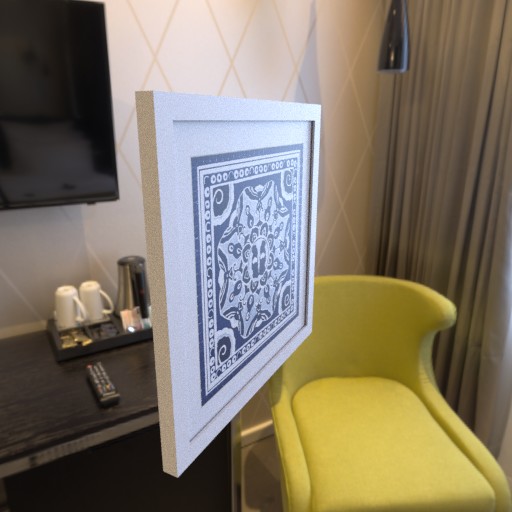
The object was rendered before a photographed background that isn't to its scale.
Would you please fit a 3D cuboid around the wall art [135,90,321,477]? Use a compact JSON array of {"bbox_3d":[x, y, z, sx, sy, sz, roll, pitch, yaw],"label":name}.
[{"bbox_3d":[0.000,0.000,0.842,0.028,0.559,0.559,9,19,27],"label":"wall art"}]
